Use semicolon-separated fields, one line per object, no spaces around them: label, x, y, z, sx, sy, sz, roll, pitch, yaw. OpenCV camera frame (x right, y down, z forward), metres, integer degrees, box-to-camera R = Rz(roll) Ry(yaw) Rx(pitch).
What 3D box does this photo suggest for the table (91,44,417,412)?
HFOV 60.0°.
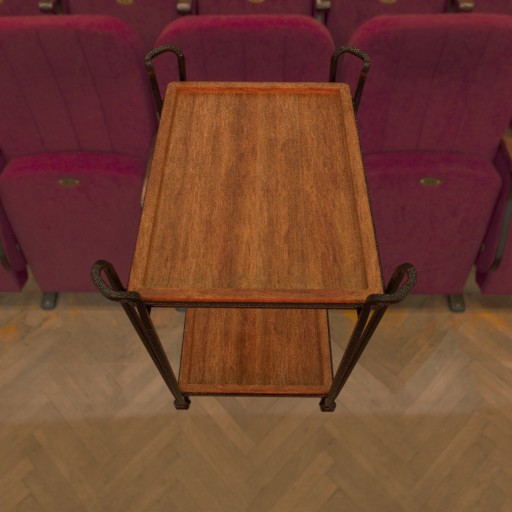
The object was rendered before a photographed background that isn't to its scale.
table;0.000;0.000;1.167;0.505;0.785;0.672;1;57;0
